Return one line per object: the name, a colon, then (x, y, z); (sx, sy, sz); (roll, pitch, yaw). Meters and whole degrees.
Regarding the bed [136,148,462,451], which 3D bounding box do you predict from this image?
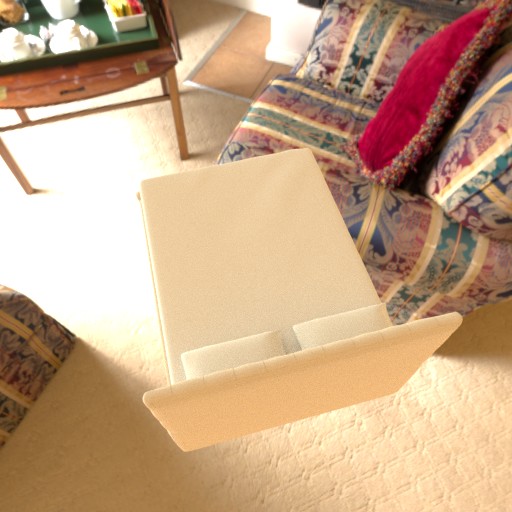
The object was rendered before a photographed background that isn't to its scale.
bed: (0.000, 0.000, 3.360); (1.696, 1.426, 2.233); (-13, 59, -8)
